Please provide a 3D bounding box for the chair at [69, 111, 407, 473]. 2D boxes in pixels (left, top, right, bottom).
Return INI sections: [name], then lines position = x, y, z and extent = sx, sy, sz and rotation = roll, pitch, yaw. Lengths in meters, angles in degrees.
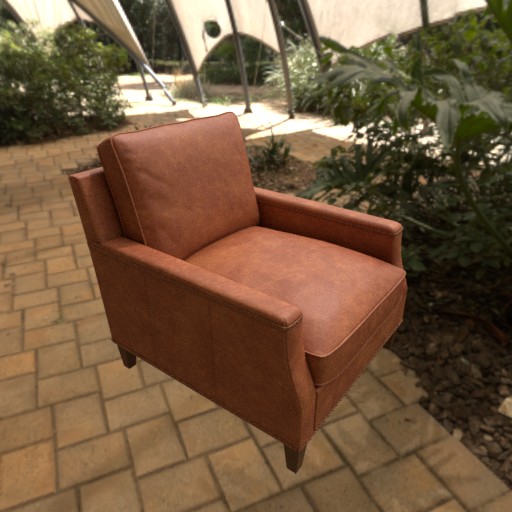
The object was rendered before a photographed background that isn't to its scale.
[chair]
position = 0.000, 0.000, 1.718
extent = 1.014, 0.943, 0.853
rotation = 19, 32, 32
